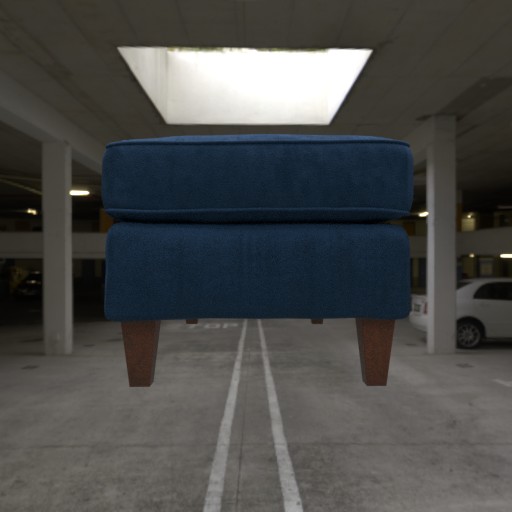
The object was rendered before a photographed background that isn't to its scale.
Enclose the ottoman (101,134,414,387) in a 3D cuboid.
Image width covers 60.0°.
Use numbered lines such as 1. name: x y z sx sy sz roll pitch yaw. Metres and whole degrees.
1. ottoman: 0.000 0.000 1.208 0.583 0.484 0.862 0 0 -1
